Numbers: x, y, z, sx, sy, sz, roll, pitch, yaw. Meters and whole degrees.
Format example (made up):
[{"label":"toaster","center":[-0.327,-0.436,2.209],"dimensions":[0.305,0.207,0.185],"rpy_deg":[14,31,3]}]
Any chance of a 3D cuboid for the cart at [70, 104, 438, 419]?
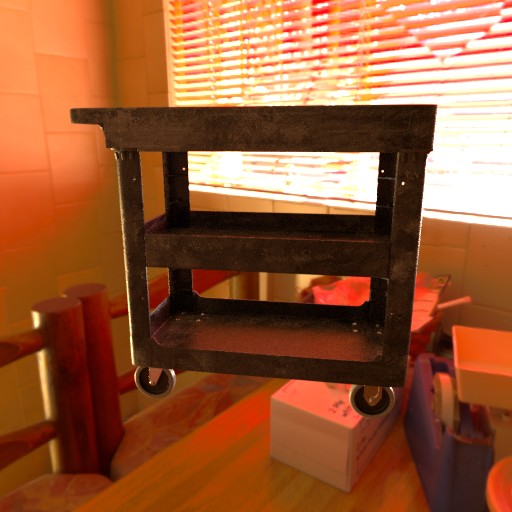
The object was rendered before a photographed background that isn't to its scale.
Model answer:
[{"label":"cart","center":[0.000,0.000,1.324],"dimensions":[0.877,0.824,0.420],"rpy_deg":[2,15,9]}]
